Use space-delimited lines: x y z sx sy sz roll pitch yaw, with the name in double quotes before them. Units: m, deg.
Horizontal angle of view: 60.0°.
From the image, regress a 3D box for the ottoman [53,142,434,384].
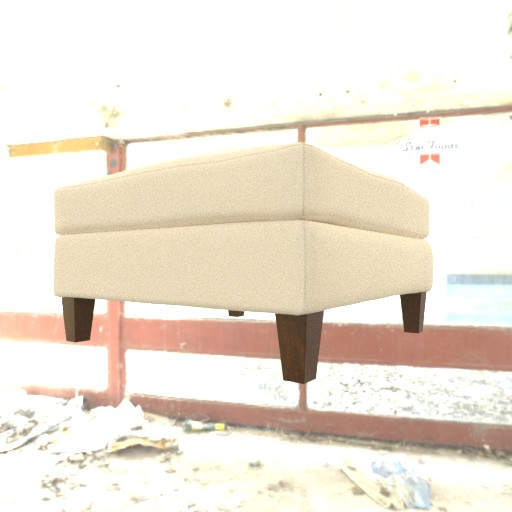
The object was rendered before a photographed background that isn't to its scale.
"ottoman" 0.000 0.000 1.330 0.838 0.479 0.838 -1 -1 36
